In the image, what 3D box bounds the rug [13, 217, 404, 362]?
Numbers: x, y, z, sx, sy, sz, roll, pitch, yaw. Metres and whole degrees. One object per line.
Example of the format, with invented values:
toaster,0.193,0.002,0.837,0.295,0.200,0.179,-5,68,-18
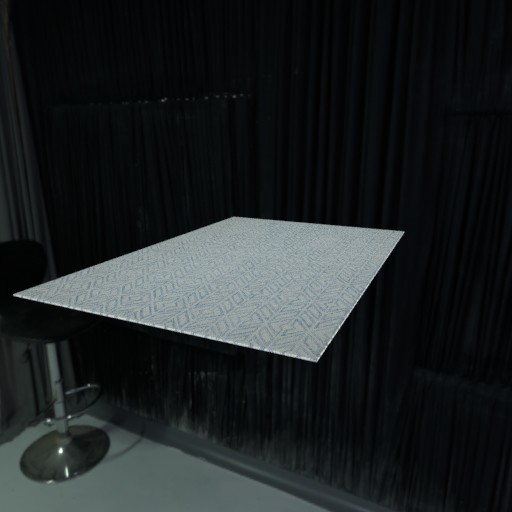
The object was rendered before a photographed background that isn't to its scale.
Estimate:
rug,0.000,0.000,2.262,1.220,0.008,1.824,7,17,24
